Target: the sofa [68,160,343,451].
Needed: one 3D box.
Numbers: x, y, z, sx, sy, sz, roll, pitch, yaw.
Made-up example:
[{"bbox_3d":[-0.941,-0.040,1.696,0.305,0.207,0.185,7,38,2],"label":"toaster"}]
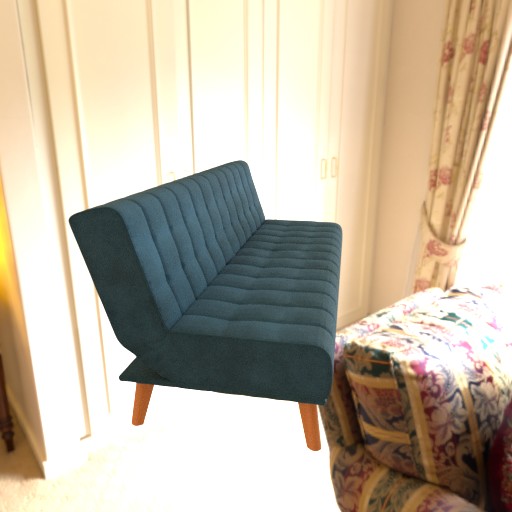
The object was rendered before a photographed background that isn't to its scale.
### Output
[{"bbox_3d":[0.000,0.000,2.273,0.855,0.813,1.804,3,17,11],"label":"sofa"}]
